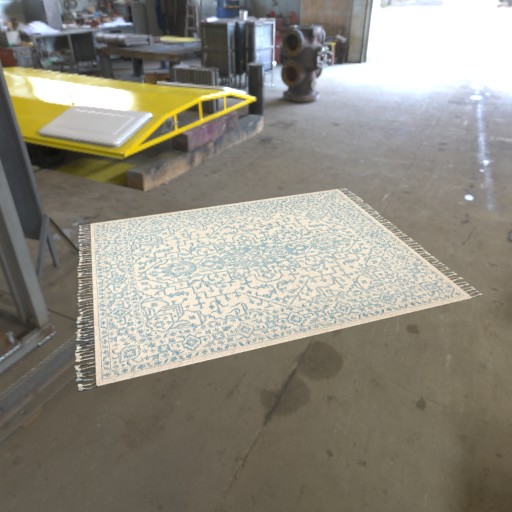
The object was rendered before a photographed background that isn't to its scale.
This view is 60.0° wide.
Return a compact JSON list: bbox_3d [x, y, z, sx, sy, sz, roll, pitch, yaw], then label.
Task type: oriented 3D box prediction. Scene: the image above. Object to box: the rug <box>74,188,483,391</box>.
[{"bbox_3d":[0.000,0.000,4.330,3.327,0.010,2.464,-10,33,-16],"label":"rug"}]
